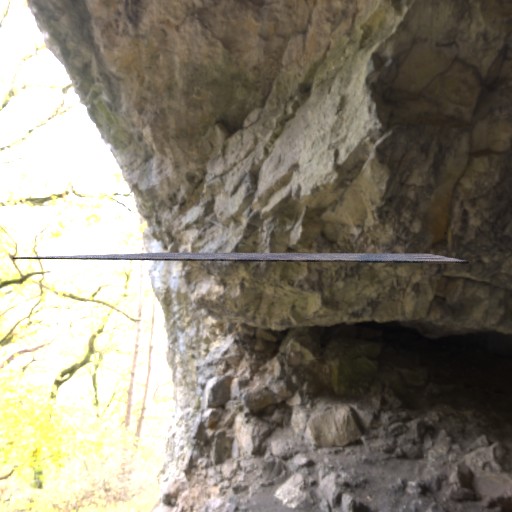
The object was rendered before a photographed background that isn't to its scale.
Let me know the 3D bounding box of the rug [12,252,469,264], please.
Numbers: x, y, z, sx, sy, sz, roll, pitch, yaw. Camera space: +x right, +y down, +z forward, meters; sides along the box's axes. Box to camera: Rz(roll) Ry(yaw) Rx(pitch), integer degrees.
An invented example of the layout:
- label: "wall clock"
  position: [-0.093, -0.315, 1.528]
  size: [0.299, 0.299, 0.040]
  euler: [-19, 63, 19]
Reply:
- label: "rug"
  position: [0.000, 0.000, 2.874]
  size: [2.261, 0.013, 1.676]
  euler: [0, 1, 16]
